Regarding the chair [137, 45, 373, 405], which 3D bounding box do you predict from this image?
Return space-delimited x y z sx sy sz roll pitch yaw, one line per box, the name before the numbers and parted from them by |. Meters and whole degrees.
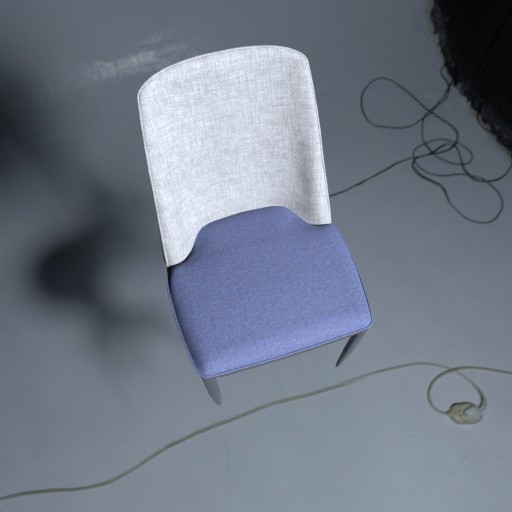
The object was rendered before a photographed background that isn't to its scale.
chair | 0.000 0.000 1.166 0.488 0.855 0.550 -16 63 -8
